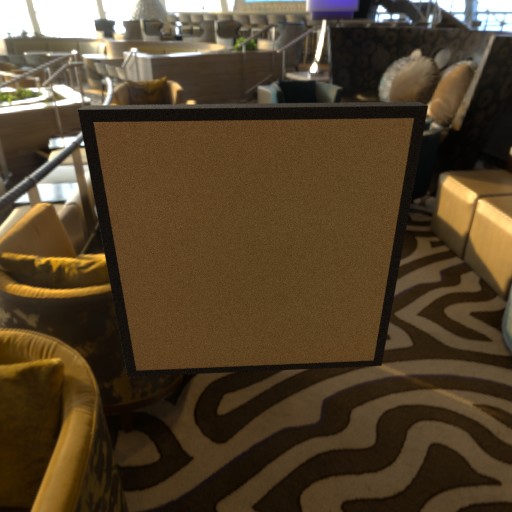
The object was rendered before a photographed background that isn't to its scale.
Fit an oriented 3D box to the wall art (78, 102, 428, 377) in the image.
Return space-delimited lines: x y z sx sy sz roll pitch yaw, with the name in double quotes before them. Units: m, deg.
"wall art" 0.000 0.000 0.777 0.508 0.507 0.033 -2 29 -3
